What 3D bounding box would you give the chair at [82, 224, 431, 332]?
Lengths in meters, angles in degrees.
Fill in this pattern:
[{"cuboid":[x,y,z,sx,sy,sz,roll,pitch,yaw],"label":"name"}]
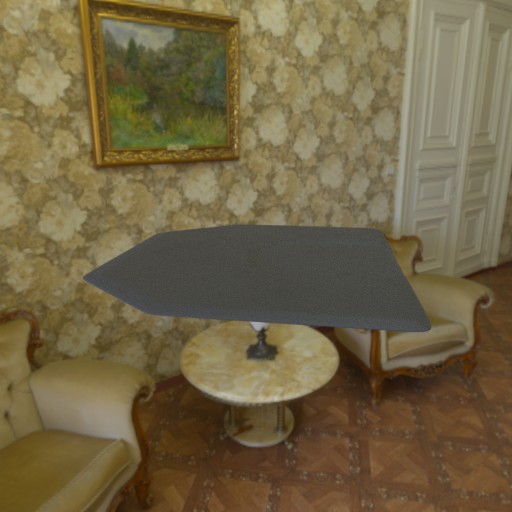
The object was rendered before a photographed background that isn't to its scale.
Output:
[{"cuboid":[0.000,0.000,1.954,1.219,0.024,1.372,2,16,9],"label":"chair"}]
